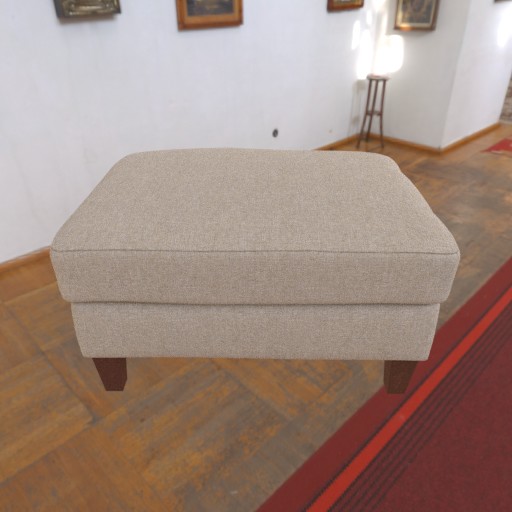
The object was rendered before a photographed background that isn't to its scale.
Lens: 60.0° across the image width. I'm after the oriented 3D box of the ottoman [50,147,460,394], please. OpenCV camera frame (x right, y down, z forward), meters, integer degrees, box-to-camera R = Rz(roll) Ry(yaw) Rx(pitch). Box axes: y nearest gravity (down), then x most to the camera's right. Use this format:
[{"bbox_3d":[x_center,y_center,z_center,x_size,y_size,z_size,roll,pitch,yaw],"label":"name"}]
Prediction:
[{"bbox_3d":[0.000,0.000,1.310,0.898,0.519,0.677,0,31,1],"label":"ottoman"}]
